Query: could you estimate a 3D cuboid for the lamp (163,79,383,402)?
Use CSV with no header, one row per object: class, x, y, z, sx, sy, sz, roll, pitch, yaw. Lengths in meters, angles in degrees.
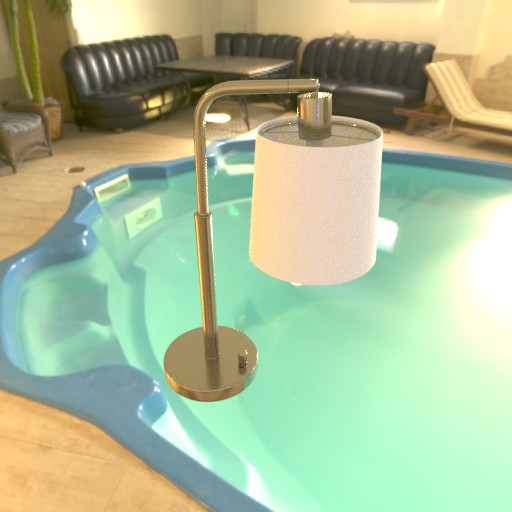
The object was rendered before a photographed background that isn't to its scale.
lamp,0.000,0.000,0.642,0.333,0.489,0.171,10,32,16
